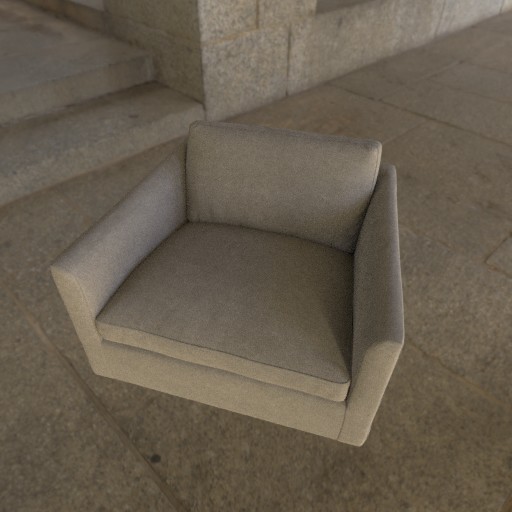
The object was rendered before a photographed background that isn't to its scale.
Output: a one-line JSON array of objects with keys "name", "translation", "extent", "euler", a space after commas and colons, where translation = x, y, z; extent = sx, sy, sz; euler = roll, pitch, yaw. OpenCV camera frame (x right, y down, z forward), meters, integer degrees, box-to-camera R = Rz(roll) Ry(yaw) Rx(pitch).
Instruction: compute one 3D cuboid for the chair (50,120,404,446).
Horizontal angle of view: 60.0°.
[{"name": "chair", "translation": [0.000, 0.000, 1.926], "extent": [1.190, 0.845, 1.091], "euler": [11, 42, 12]}]
